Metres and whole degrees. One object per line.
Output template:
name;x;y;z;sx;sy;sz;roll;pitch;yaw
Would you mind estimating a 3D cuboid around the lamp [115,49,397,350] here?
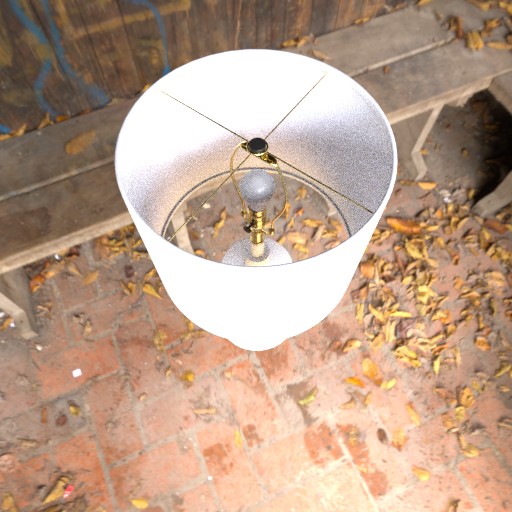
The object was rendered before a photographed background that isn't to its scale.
lamp;0.000;0.000;0.713;0.301;0.533;0.301;33;68;16
